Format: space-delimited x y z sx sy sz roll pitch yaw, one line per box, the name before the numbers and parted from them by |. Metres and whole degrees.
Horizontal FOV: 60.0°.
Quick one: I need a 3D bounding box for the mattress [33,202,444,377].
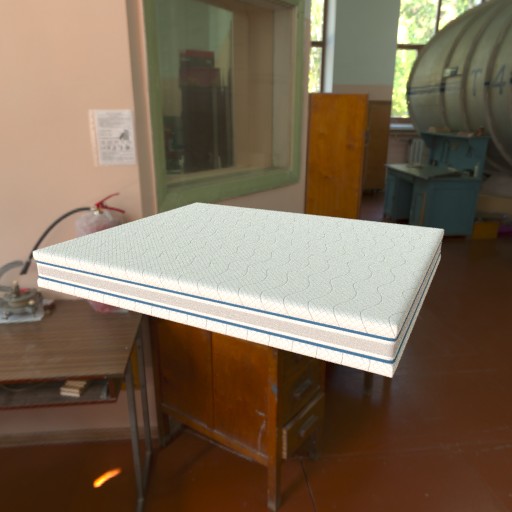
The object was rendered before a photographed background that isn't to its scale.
mattress | 0.000 0.000 2.750 2.000 0.230 1.600 9 20 26
